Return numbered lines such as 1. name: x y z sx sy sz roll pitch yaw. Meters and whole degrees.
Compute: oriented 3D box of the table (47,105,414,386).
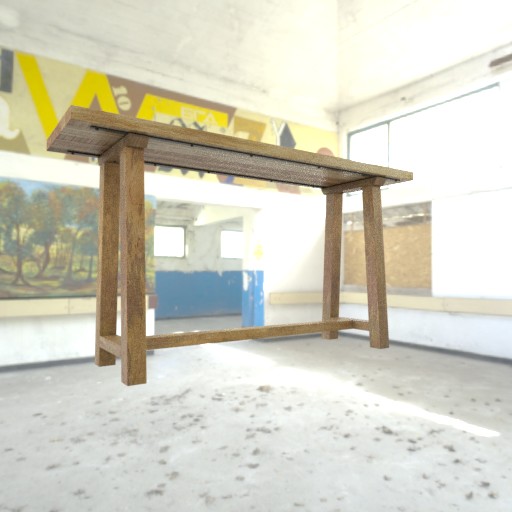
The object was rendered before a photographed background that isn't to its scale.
1. table: 0.000 0.000 1.823 1.524 0.810 0.405 1 -2 -34
